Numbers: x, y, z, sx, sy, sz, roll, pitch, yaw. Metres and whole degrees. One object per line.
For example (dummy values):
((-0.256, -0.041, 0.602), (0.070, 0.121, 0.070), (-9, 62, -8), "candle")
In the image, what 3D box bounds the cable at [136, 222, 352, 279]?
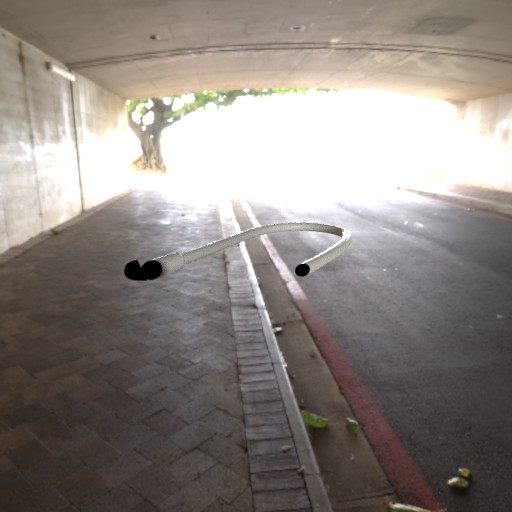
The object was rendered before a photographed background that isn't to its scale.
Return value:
((0.000, 0.000, 0.113), (0.041, 0.005, 0.098), (7, 15, 26), "cable")
